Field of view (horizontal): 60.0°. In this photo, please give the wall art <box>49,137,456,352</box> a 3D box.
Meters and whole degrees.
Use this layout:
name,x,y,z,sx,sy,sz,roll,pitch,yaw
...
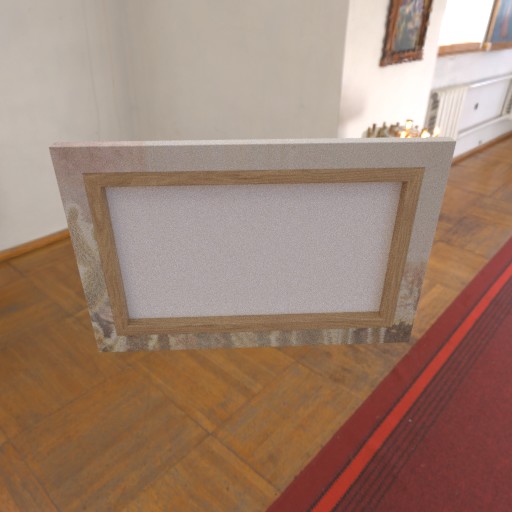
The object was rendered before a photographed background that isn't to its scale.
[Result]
name,x,y,z,sx,sy,sz,roll,pitch,yaw
wall art,0.000,0.000,1.166,0.916,0.608,0.040,-1,31,-2
